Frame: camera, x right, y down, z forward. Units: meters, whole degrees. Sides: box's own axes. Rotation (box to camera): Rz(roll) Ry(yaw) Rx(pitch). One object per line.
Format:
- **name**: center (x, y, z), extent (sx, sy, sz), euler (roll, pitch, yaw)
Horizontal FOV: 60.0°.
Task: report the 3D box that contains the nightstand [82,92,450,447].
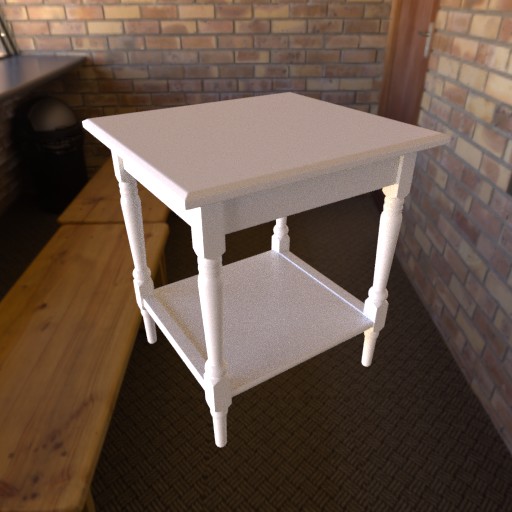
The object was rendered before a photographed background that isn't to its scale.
- **nightstand**: center (0.000, 0.000, 0.952), extent (0.505, 0.555, 0.459), euler (-19, 35, -28)
